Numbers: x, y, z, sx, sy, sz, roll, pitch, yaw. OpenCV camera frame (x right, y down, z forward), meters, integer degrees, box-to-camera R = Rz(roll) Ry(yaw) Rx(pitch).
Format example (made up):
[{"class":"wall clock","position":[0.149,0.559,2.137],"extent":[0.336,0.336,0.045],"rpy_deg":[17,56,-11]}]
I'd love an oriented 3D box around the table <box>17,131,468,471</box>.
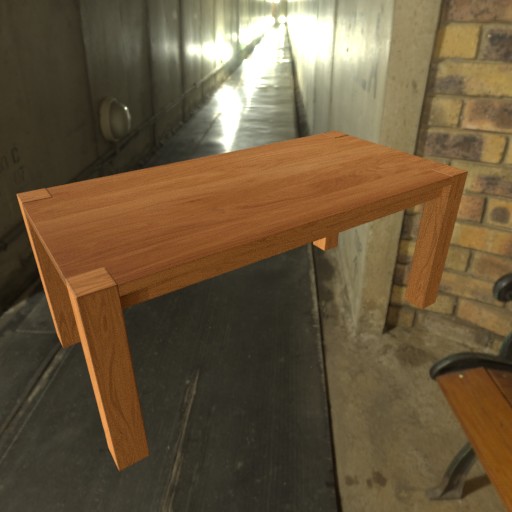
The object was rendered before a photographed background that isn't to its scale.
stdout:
[{"class":"table","position":[0.000,0.000,2.153],"extent":[1.800,0.760,0.900],"rpy_deg":[-19,35,-29]}]
